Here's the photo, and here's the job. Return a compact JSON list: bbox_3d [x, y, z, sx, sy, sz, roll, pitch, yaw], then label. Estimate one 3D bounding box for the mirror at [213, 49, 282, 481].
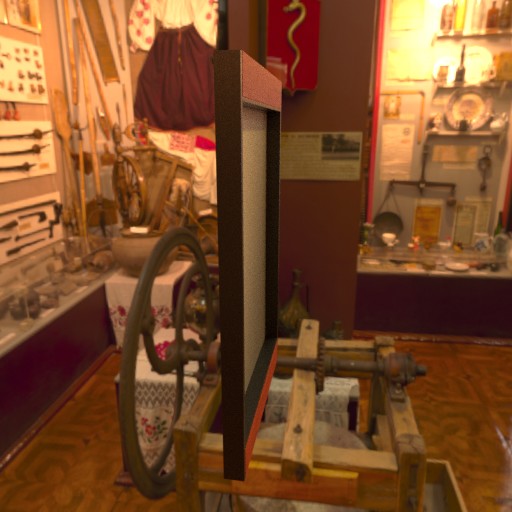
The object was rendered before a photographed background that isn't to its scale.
[{"bbox_3d":[0.000,0.000,1.057,0.047,0.823,0.525,3,16,10],"label":"mirror"}]
